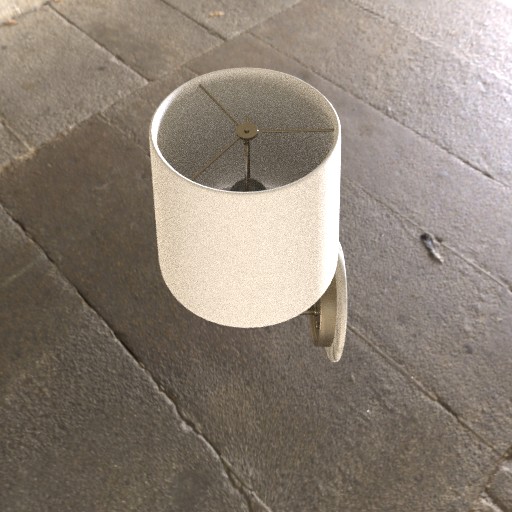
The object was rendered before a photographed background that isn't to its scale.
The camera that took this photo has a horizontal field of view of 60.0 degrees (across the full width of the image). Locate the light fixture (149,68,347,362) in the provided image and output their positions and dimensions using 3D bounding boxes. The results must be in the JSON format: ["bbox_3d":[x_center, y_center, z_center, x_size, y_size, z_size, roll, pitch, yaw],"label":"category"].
[{"bbox_3d":[0.000,0.000,0.444,0.188,0.337,0.168,0,58,0],"label":"light fixture"}]
